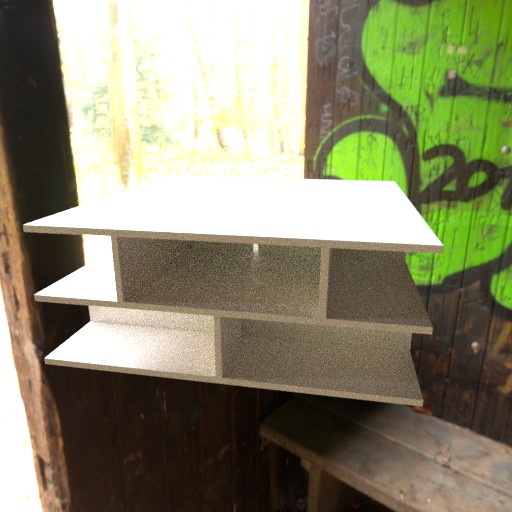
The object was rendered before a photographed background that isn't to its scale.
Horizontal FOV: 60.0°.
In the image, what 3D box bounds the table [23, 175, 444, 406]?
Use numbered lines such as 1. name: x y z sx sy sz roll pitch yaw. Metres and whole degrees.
1. table: 0.000 0.000 1.087 0.700 0.289 0.700 3 18 10
